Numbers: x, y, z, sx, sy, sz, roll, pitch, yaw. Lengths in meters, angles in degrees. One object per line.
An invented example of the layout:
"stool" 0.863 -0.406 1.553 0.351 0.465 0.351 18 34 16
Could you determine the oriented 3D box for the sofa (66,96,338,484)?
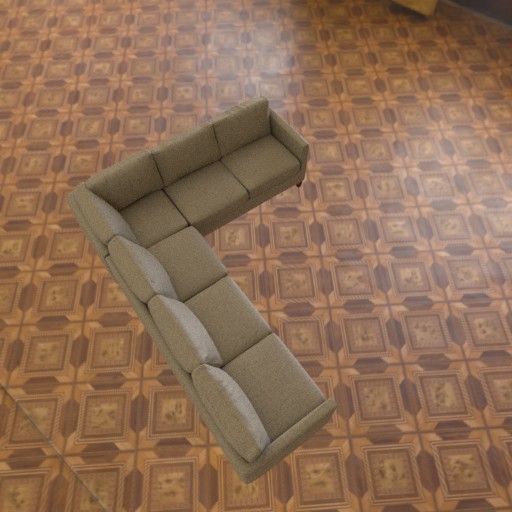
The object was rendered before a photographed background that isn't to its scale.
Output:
"sofa" 0.000 0.000 4.498 2.593 0.947 3.302 -31 63 -18
